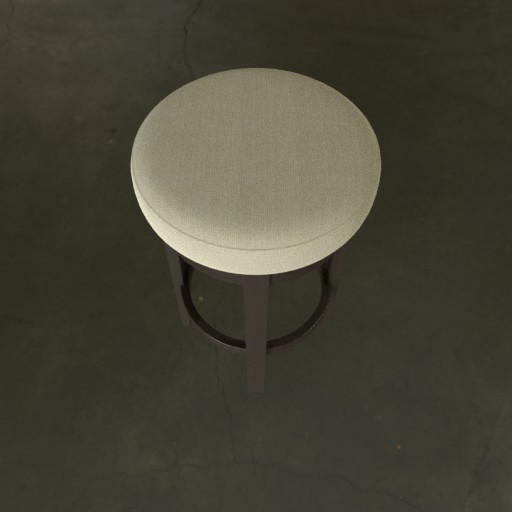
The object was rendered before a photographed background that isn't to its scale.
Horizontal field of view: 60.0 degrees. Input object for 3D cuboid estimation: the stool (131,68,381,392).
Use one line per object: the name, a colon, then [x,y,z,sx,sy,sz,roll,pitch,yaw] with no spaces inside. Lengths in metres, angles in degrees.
stool: [0.000,0.000,1.049,0.446,0.758,0.446,0,58,0]
